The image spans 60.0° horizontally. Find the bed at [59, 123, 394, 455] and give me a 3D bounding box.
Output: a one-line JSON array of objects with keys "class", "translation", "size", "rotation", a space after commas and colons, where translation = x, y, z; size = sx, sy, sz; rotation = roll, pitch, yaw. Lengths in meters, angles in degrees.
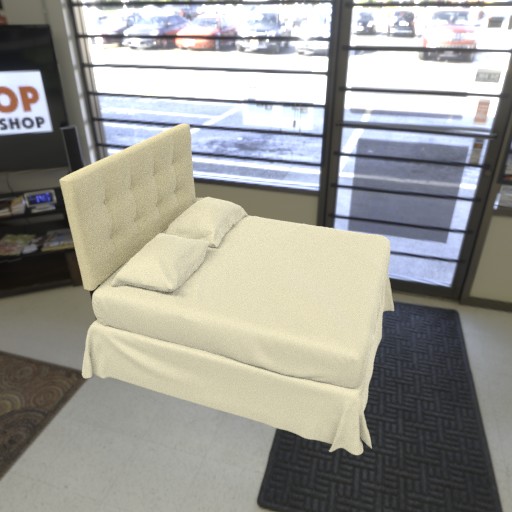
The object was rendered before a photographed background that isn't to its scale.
[{"class": "bed", "translation": [0.000, 0.000, 3.516], "size": [2.222, 1.577, 1.936], "rotation": [10, 31, 18]}]
